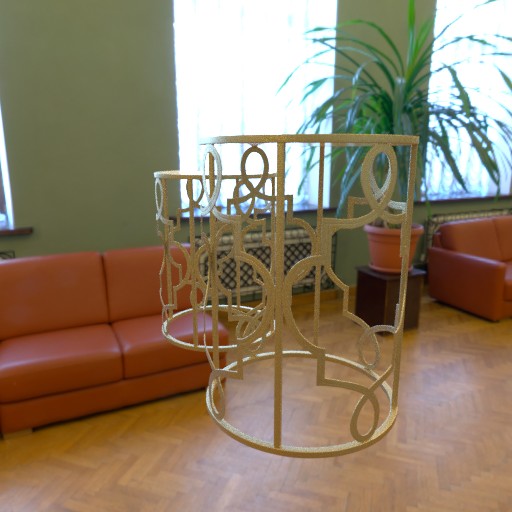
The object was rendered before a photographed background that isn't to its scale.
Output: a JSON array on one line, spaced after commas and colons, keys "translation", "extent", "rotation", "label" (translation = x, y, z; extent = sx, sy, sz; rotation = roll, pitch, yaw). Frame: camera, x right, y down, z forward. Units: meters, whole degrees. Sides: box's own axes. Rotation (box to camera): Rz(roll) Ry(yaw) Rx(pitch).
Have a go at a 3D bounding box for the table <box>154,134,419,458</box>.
[{"translation": [0.000, 0.000, 1.122], "extent": [0.420, 0.564, 0.846], "rotation": [-7, 15, -27], "label": "table"}]
